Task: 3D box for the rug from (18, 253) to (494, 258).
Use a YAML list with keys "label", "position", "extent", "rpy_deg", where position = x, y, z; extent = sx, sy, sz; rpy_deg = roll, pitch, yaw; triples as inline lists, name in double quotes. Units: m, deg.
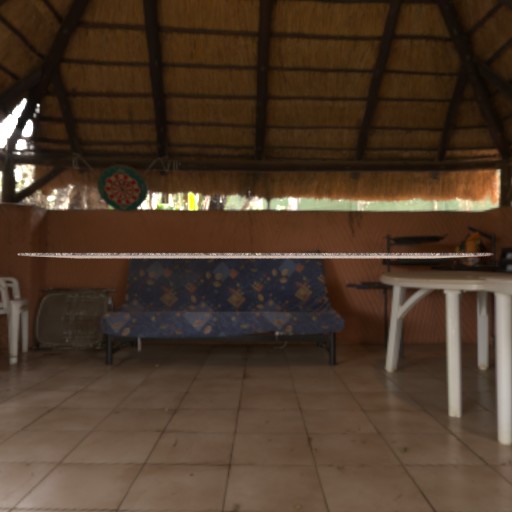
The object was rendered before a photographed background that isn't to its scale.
- label: "rug"
  position: [0.000, 0.000, 2.487]
  extent: [2.305, 0.013, 0.719]
  rpy_deg: [0, -1, 0]
